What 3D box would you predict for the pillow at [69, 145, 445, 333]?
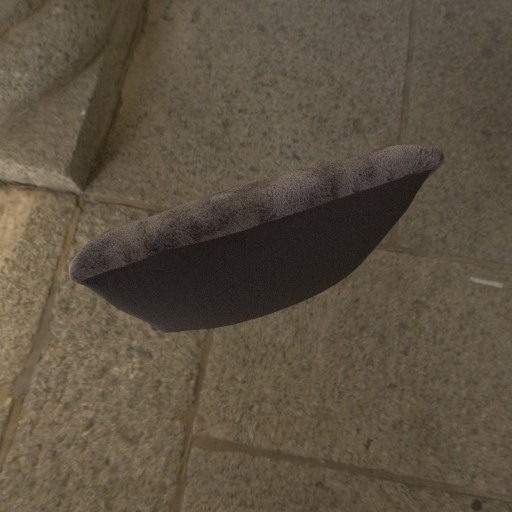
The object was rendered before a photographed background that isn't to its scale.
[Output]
[{"bbox_3d":[0.000,0.000,0.808,0.522,0.520,0.204,-18,75,-5],"label":"pillow"}]
